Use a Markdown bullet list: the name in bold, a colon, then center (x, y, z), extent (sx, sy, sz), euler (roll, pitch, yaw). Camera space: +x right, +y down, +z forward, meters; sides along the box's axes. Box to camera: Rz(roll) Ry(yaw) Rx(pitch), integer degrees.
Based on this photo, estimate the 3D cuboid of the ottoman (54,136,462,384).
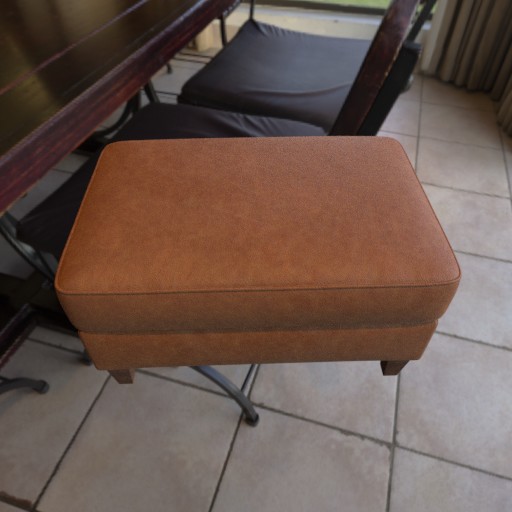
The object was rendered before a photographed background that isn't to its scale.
- **ottoman**: center (0.000, 0.000, 1.214), extent (0.864, 0.483, 0.584), euler (-1, 46, -1)
